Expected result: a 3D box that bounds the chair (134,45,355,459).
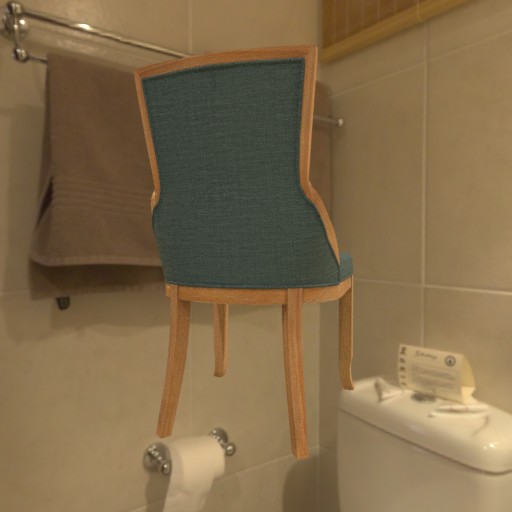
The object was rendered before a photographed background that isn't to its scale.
[{"bbox_3d":[0.000,0.000,1.320,0.524,0.947,0.641,1,2,18],"label":"chair"}]
